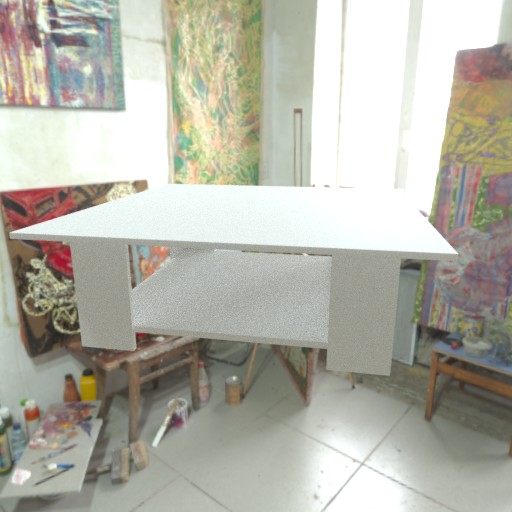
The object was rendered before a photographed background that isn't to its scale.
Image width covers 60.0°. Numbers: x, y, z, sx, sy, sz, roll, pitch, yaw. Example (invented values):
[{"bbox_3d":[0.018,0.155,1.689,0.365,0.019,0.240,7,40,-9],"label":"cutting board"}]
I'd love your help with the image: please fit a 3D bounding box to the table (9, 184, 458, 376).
[{"bbox_3d":[0.000,0.000,1.316,0.890,0.305,0.890,3,16,10],"label":"table"}]
